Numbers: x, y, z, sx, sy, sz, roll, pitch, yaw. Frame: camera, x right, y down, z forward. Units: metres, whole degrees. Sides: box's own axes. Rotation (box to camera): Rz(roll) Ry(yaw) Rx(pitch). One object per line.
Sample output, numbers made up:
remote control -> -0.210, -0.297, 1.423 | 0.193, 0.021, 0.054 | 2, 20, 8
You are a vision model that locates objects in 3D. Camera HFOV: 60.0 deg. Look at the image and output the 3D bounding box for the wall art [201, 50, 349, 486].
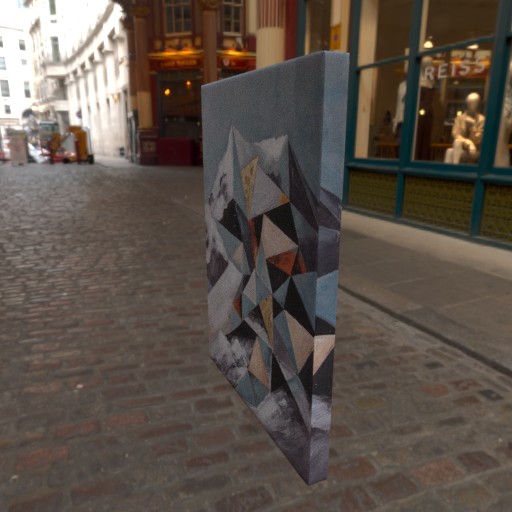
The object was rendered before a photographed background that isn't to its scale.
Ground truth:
wall art -> 0.000, 0.000, 0.799 | 0.037, 0.613, 0.455 | -7, 17, -24
